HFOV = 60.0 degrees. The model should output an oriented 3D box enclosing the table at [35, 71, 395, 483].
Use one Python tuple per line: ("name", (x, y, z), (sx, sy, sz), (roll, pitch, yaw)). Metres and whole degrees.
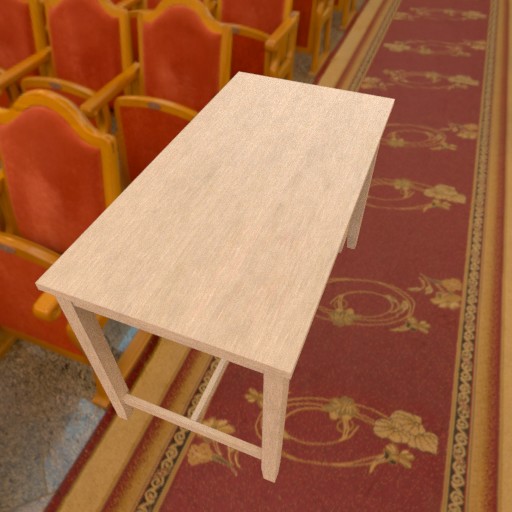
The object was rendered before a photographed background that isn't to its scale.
("table", (0.000, 0.000, 1.868), (0.729, 0.874, 1.397), (16, 49, 15))
